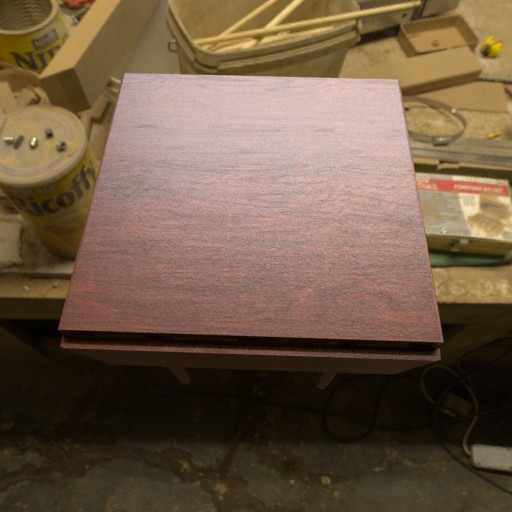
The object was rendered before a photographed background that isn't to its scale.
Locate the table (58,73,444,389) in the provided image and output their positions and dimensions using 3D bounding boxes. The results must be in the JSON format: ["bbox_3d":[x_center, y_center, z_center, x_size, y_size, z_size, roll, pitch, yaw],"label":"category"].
[{"bbox_3d":[0.000,0.000,1.448,0.812,0.763,0.843,2,62,1],"label":"table"}]
